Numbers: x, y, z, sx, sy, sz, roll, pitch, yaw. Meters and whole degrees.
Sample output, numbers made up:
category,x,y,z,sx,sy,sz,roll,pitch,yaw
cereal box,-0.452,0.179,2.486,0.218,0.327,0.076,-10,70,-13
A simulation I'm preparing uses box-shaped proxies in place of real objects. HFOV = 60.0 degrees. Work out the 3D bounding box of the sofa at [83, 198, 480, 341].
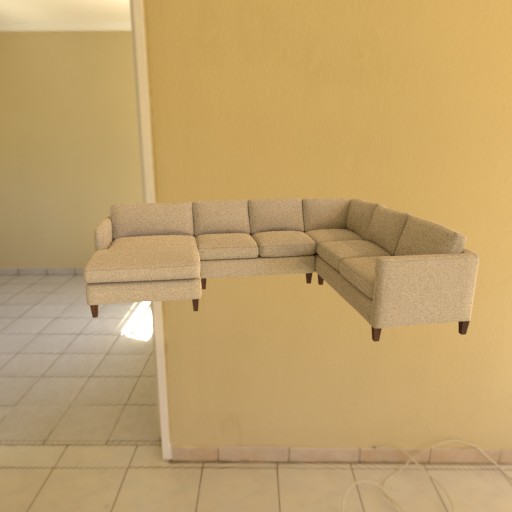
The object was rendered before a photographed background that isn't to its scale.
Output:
category,x,y,z,sx,sy,sz,roll,pitch,yaw
sofa,0.000,0.000,4.739,3.460,0.959,2.593,-2,15,-9
